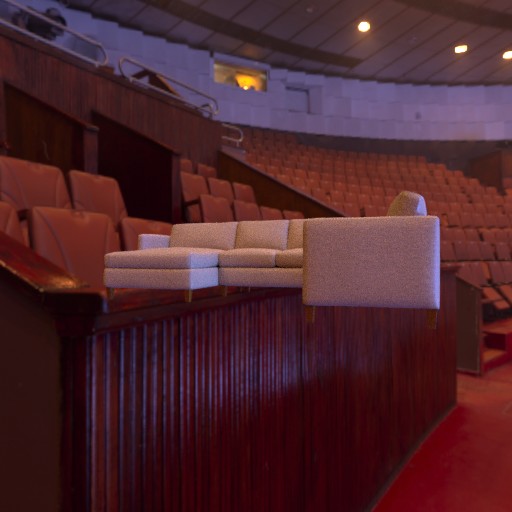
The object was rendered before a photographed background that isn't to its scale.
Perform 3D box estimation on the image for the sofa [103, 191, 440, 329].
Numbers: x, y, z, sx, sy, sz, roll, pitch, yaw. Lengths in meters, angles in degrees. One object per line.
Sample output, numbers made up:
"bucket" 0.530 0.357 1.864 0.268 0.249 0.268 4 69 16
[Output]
"sofa" 0.000 0.000 4.662 3.460 0.961 2.594 0 0 19
